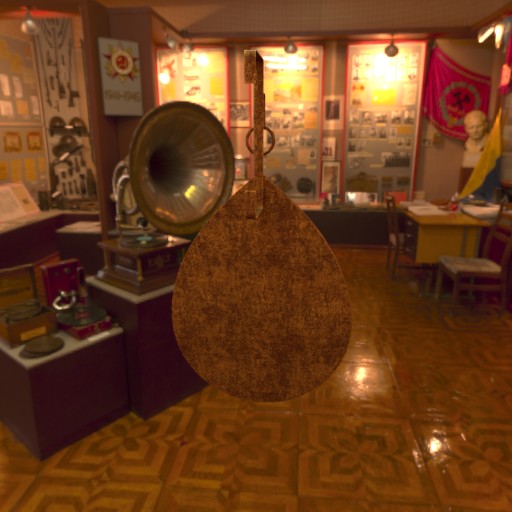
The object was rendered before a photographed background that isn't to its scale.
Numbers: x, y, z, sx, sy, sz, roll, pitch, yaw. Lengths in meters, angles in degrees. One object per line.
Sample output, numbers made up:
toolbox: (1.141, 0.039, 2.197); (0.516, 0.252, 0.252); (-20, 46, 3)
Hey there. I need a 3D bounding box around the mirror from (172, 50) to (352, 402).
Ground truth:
mirror: (0.000, 0.000, 0.896); (0.405, 0.744, 0.144); (2, 16, 8)
